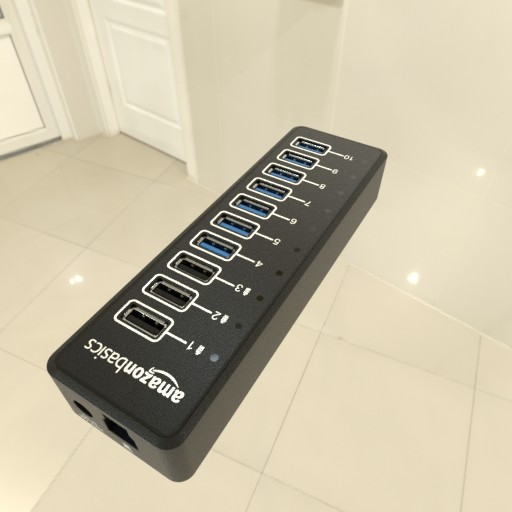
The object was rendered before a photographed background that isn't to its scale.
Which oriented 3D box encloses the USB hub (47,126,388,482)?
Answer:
[{"bbox_3d":[0.000,0.000,0.158,0.044,0.023,0.145,23,50,21],"label":"USB hub"}]
